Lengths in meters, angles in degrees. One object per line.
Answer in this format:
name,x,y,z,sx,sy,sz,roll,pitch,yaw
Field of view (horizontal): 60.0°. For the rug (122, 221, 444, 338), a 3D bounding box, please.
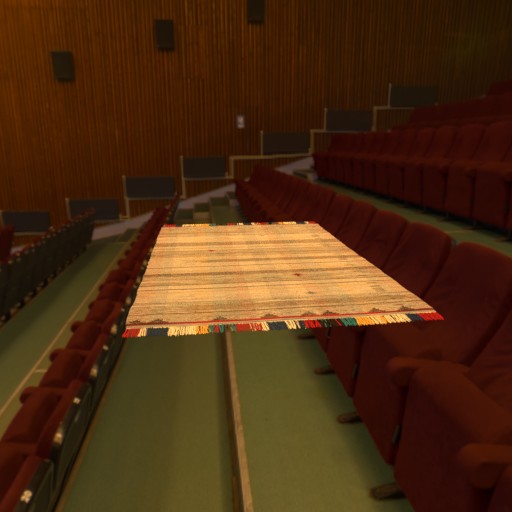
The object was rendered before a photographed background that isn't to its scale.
rug,0.000,0.000,3.082,1.465,0.012,2.465,-2,15,-7
